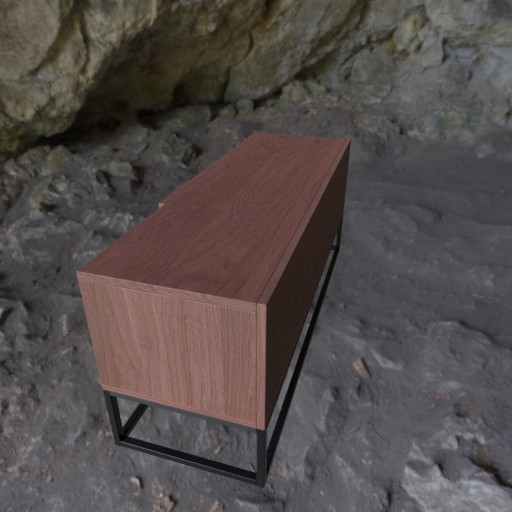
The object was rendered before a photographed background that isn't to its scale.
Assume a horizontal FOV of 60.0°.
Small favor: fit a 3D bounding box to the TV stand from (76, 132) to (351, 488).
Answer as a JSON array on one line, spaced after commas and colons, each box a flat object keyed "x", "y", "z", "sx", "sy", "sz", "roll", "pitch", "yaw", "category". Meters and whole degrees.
[{"x": 0.000, "y": 0.000, "z": 1.429, "sx": 0.415, "sy": 0.500, "sz": 1.200, "roll": 9, "pitch": 30, "yaw": 15, "category": "TV stand"}]
